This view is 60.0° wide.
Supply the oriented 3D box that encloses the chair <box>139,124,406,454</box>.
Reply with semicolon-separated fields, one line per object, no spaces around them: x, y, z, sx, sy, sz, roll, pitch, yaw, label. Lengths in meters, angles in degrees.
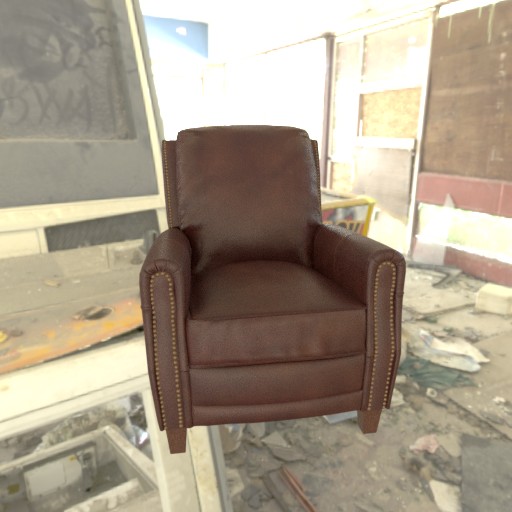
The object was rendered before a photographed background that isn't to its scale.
0.000;0.000;1.788;0.826;1.022;1.089;-2;16;-8;chair
